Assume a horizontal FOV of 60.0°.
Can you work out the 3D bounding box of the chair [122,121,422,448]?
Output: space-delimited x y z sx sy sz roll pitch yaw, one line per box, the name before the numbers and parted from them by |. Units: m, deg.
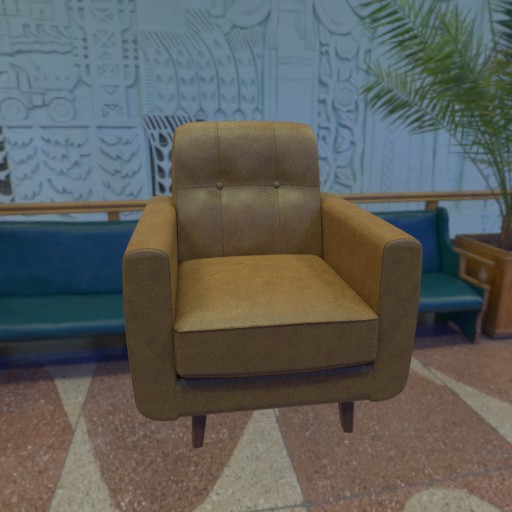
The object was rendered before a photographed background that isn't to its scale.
chair | 0.000 0.000 1.652 0.845 0.968 0.942 -2 17 -8
